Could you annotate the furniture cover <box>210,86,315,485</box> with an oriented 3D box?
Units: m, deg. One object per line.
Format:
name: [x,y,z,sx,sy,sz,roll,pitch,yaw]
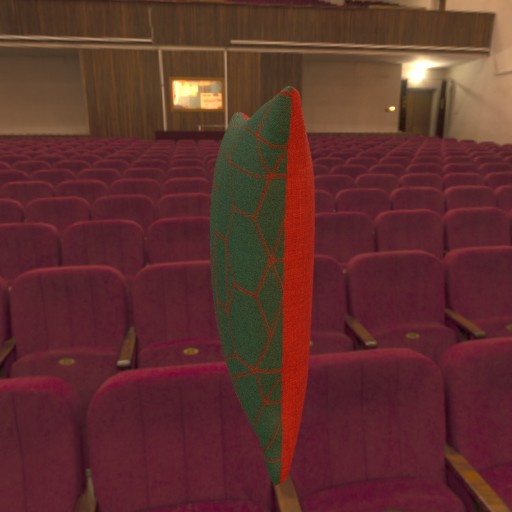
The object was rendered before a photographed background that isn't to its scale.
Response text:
furniture cover: [0.000,0.000,0.775,0.158,0.508,0.517,-2,15,-8]
